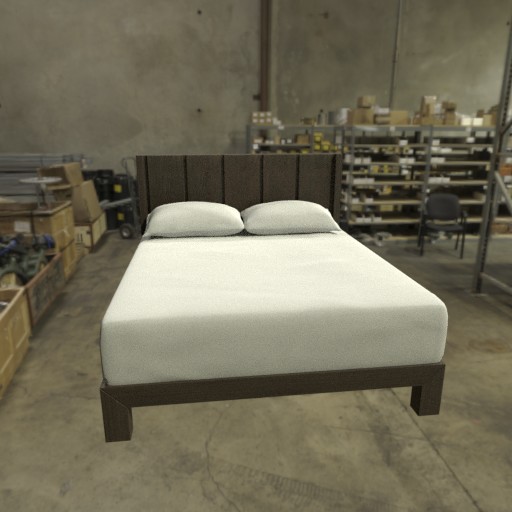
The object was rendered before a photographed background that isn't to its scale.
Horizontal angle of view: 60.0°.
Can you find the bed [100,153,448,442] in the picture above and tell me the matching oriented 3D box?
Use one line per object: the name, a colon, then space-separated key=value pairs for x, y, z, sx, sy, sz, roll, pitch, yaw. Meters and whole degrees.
bed: x=0.000 y=0.000 z=3.036 sx=1.735 sy=1.261 sz=1.992 roll=-2 pitch=16 yaw=-7
